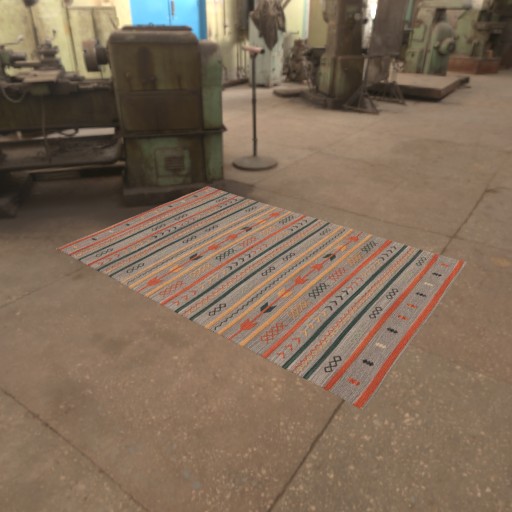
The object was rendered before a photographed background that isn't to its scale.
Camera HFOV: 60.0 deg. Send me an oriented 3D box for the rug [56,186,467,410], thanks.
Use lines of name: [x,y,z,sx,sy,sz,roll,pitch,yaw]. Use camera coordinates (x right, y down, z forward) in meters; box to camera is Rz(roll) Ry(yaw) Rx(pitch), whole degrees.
rug: [0.000,0.000,2.368,1.835,0.017,1.220,21,35,32]
